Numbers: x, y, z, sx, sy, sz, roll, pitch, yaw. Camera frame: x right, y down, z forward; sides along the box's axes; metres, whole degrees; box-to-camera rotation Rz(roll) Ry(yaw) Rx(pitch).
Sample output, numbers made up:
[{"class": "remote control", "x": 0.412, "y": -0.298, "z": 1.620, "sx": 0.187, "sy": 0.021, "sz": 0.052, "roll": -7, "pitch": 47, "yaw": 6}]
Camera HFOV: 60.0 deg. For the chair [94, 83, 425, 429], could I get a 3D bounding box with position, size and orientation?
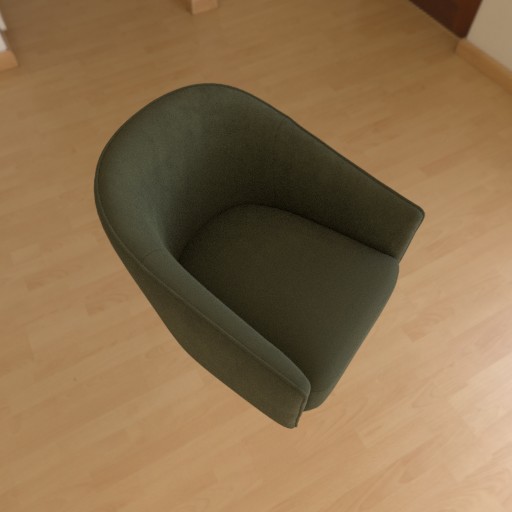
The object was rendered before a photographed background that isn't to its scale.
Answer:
[{"class": "chair", "x": 0.000, "y": 0.000, "z": 1.497, "sx": 0.875, "sy": 0.799, "sz": 0.747, "roll": 32, "pitch": 63, "yaw": 18}]
